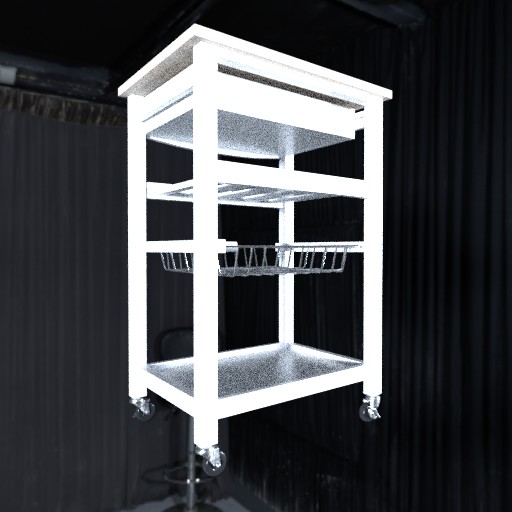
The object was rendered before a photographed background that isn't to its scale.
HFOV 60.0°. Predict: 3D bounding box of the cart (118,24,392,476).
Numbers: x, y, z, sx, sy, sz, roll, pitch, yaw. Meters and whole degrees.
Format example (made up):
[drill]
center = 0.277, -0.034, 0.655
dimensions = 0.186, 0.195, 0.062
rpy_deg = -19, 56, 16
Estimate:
[cart]
center = 0.000, 0.000, 1.148
dimensions = 0.578, 0.857, 0.406
rpy_deg = -1, 1, -36
